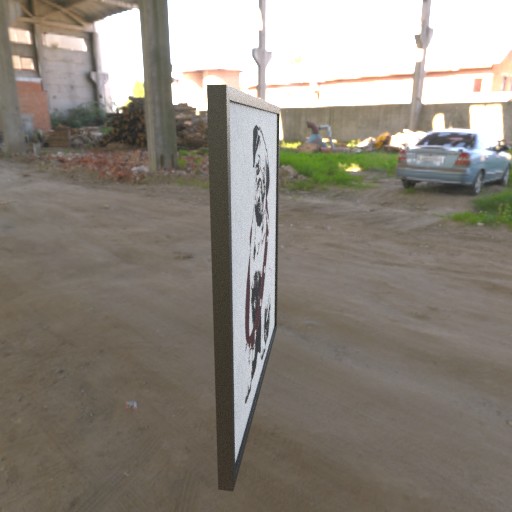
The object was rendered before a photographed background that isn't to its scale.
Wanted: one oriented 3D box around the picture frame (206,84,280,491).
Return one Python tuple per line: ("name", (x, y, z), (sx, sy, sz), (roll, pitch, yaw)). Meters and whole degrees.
("picture frame", (0.000, 0.000, 1.163), (0.032, 0.775, 0.775), (3, 16, 9))
